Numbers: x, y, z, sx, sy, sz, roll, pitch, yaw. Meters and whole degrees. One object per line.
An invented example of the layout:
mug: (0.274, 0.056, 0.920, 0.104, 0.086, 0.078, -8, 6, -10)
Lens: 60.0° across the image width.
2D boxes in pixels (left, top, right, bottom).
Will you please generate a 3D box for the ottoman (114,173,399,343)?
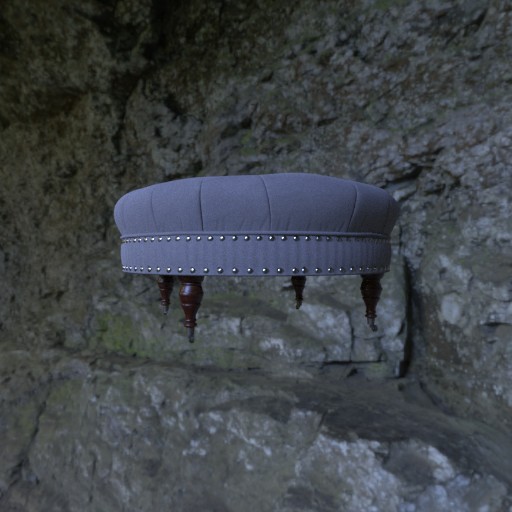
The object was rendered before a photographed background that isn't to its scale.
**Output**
ottoman: (0.000, 0.000, 1.461, 0.901, 0.439, 0.901, 0, 0, 0)
